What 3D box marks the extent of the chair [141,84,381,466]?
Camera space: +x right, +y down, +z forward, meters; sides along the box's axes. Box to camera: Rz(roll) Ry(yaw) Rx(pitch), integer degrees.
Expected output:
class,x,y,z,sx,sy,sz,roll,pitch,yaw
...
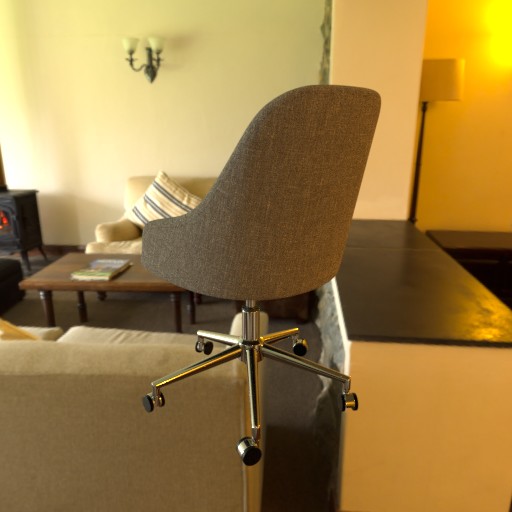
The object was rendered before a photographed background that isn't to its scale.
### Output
class,x,y,z,sx,sy,sz,roll,pitch,yaw
chair,0.000,0.000,1.383,0.671,0.950,0.712,-15,22,-41
